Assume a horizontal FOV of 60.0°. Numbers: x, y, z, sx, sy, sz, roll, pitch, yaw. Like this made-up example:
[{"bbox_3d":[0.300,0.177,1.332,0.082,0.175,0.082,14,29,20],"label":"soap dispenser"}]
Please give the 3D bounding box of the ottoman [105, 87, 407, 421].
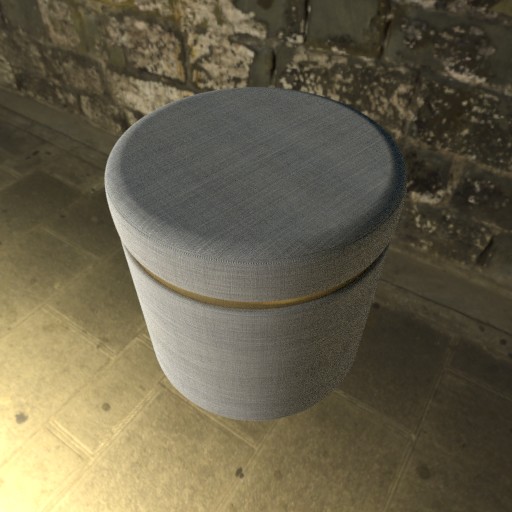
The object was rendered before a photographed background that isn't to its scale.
[{"bbox_3d":[0.000,0.000,0.732,0.400,0.406,0.400,0,46,0],"label":"ottoman"}]
